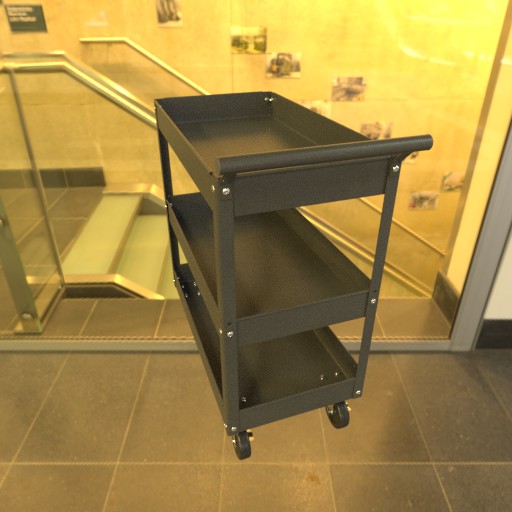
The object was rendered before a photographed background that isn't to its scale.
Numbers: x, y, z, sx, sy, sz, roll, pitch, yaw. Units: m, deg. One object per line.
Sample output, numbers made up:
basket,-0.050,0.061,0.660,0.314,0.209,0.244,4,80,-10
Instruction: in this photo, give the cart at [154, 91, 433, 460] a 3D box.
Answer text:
cart,0.000,0.000,1.161,0.366,0.780,0.719,-10,32,-17
